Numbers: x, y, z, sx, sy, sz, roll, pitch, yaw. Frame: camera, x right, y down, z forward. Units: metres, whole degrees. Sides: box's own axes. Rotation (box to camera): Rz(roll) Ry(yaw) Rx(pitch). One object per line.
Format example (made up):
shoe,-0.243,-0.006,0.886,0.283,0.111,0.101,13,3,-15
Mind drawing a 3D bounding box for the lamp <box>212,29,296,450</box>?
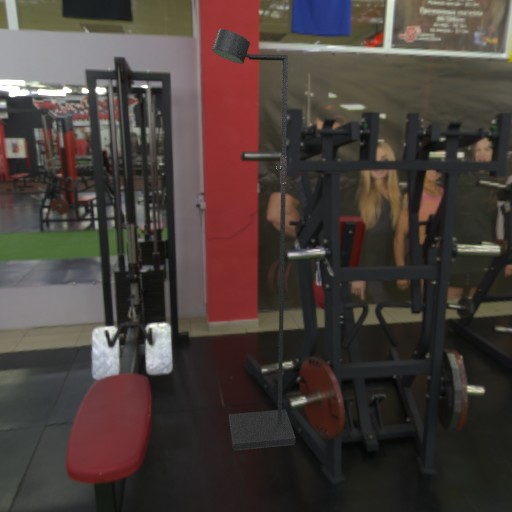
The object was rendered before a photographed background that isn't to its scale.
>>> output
lamp,0.000,0.000,1.730,0.304,1.600,0.203,-2,15,-8
